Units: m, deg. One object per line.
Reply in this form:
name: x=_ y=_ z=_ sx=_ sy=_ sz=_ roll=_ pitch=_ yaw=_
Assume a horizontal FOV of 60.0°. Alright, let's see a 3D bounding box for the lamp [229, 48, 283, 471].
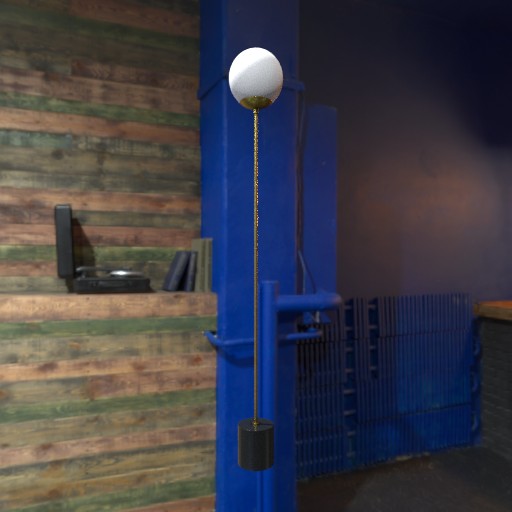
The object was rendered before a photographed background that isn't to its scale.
lamp: x=0.000 y=0.000 z=1.880 sx=0.229 sy=1.748 sz=0.229 roll=0 pitch=0 yaw=-18
